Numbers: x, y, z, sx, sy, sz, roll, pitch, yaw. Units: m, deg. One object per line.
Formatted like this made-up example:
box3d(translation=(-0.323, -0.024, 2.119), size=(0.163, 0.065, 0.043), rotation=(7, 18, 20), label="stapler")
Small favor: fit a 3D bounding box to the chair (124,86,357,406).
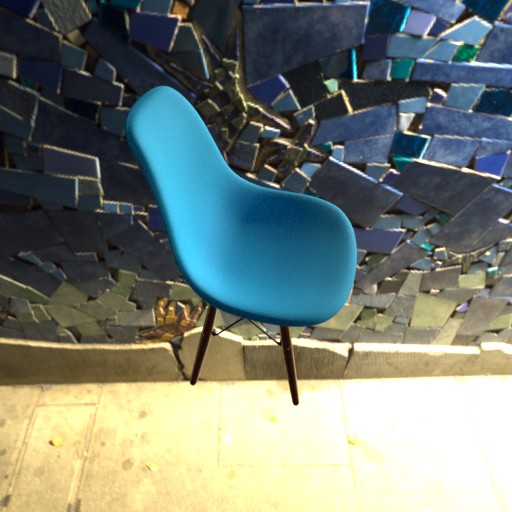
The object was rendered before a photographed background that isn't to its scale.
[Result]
box3d(translation=(0.000, 0.000, 1.204), size=(0.533, 0.826, 0.470), rotation=(10, 48, 10), label="chair")
